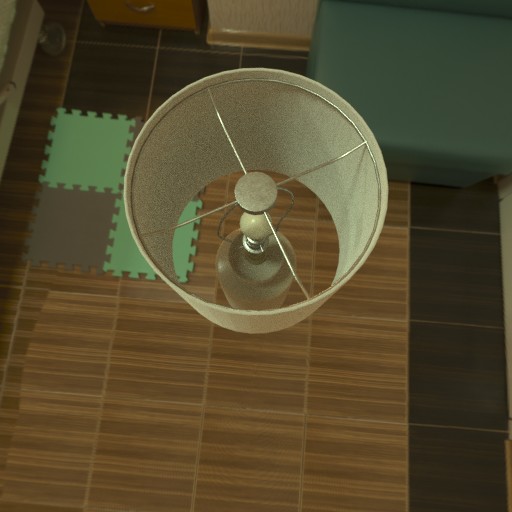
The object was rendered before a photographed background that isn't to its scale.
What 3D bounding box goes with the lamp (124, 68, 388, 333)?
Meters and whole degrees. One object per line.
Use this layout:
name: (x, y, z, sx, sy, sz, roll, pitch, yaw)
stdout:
lamp: (0.000, 0.000, 0.594, 0.212, 0.493, 0.212, -23, 77, -6)
